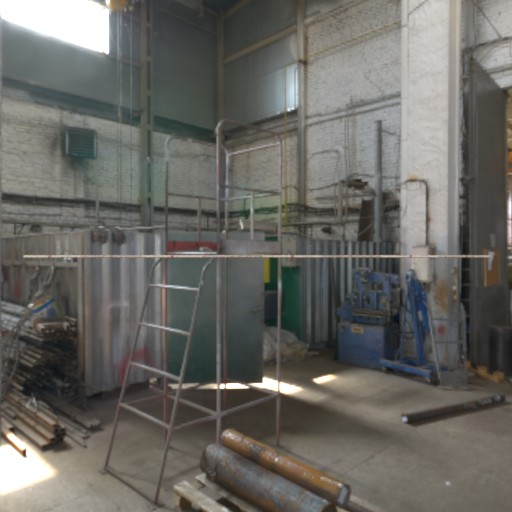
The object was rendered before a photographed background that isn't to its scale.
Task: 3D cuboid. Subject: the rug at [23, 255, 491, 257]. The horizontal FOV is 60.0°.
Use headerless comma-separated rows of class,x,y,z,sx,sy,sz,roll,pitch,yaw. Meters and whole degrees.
rug,0.000,0.000,3.964,2.959,0.016,2.317,0,0,-1
